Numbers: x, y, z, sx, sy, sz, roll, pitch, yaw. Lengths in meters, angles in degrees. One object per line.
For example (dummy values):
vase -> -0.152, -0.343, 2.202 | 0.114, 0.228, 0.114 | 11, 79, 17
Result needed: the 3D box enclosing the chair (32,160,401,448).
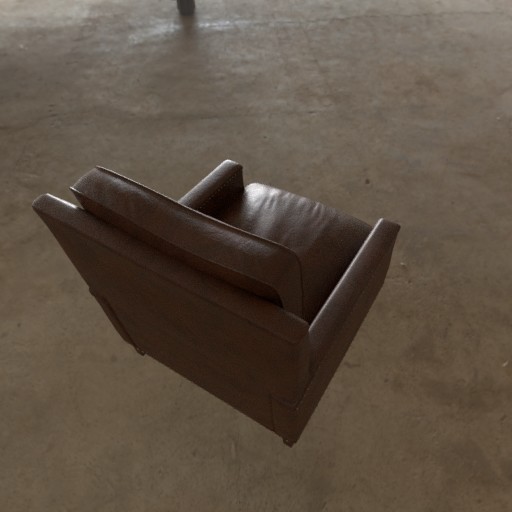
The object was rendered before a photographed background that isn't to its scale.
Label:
chair -> 0.000, 0.000, 1.705 | 0.854, 1.054, 1.035 | 25, 52, 21
